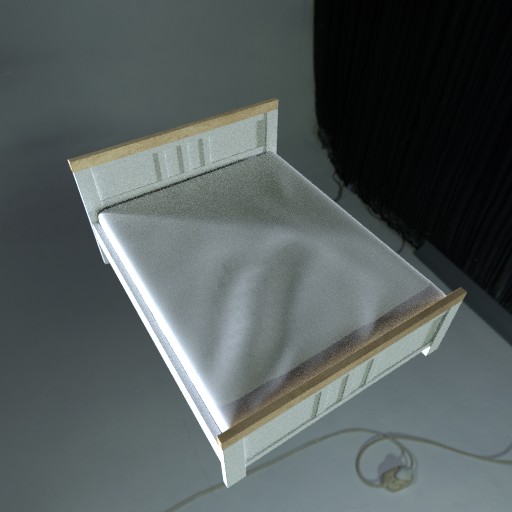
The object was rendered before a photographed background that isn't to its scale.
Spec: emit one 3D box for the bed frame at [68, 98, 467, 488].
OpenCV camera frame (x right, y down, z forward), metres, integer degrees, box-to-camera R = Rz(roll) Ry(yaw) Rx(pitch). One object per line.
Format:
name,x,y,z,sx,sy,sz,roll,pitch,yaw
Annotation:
bed frame,0.000,0.000,3.008,1.670,0.980,2.050,-24,50,-22
